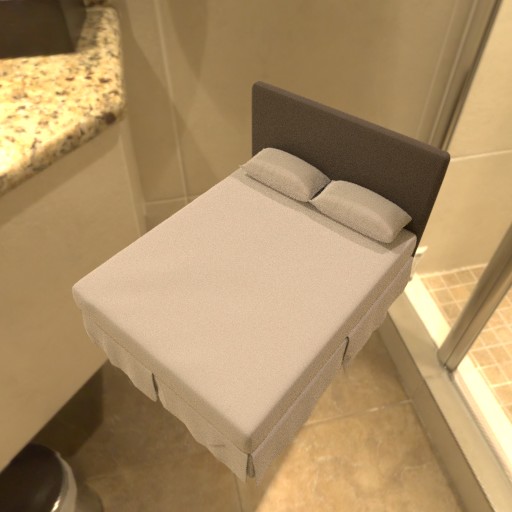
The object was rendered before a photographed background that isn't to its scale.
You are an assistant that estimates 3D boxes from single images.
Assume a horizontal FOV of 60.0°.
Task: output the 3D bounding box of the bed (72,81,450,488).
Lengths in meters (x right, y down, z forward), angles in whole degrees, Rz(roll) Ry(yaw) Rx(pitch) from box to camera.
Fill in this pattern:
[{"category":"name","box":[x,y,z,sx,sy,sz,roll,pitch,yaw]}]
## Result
[{"category":"bed","box":[0.000,0.000,3.147,1.723,1.330,2.142,31,54,26]}]
